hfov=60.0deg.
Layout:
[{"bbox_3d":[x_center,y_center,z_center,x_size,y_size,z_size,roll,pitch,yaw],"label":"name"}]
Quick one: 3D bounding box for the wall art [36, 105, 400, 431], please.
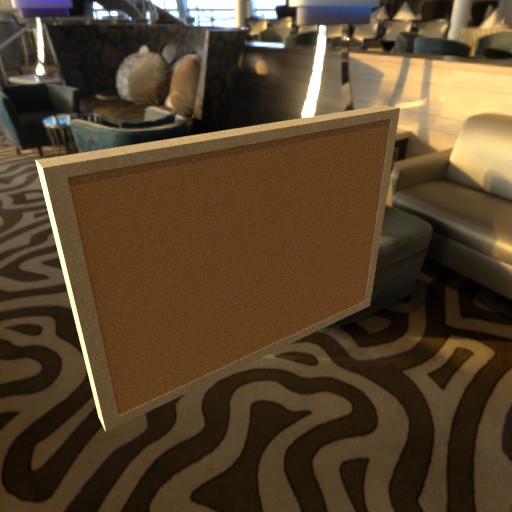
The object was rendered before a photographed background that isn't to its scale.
[{"bbox_3d":[0.000,0.000,0.671,0.532,0.380,0.032,-19,34,-30],"label":"wall art"}]
